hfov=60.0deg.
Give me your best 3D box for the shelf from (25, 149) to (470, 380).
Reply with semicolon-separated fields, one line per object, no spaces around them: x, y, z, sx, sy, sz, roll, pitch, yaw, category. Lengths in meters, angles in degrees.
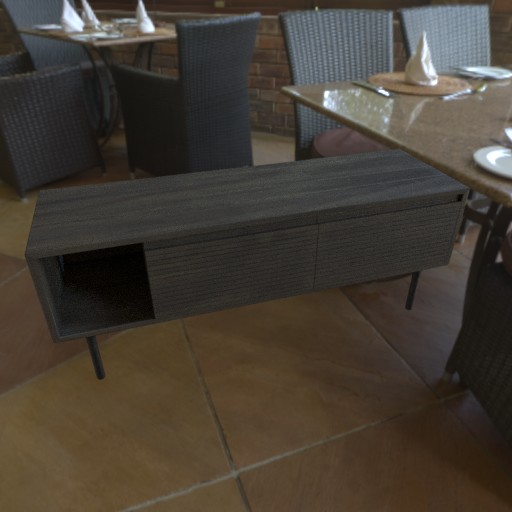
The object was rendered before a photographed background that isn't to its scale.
0.000;0.000;1.526;1.300;0.495;0.400;-10;34;-15;shelf
